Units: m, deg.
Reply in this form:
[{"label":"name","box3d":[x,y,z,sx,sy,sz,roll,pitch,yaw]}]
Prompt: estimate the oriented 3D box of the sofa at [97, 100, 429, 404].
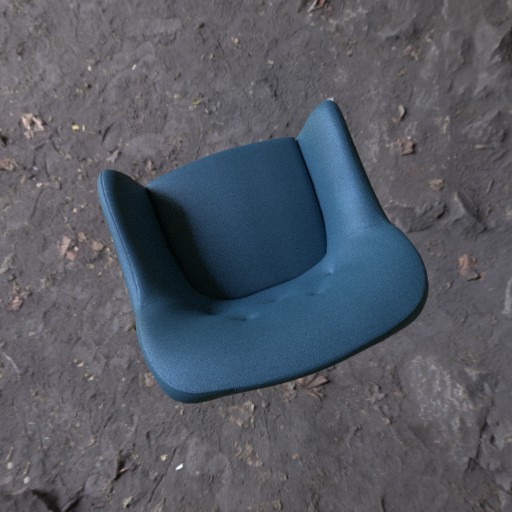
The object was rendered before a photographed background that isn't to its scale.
[{"label":"sofa","box3d":[0.000,0.000,1.518,0.836,0.817,0.825,-19,76,-5]}]
